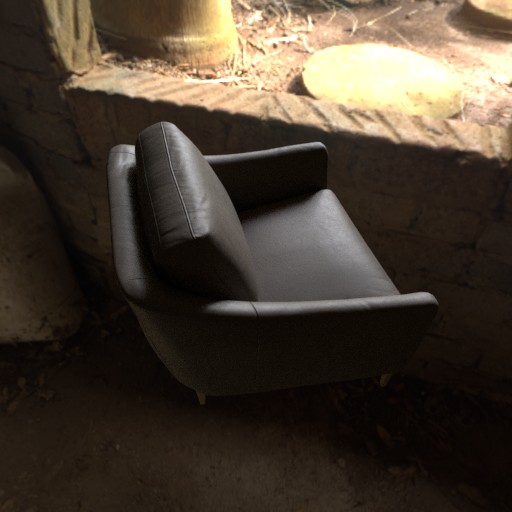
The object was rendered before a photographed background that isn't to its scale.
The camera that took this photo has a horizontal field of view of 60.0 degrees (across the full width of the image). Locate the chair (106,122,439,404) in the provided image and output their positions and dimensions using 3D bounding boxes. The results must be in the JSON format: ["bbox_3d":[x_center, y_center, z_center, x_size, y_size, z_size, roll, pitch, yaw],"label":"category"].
[{"bbox_3d":[0.000,0.000,1.716,0.961,0.901,0.988,-11,46,-11],"label":"chair"}]
